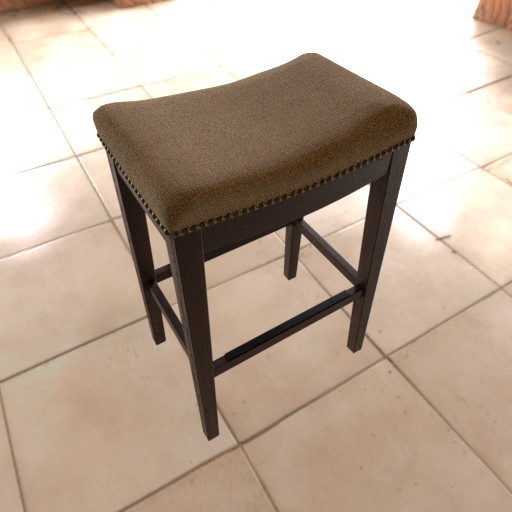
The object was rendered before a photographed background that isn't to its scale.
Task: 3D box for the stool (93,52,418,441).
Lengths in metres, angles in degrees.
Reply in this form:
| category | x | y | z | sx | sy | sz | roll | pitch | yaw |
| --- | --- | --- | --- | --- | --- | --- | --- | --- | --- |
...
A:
| category | x | y | z | sx | sy | sz | roll | pitch | yaw |
| --- | --- | --- | --- | --- | --- | --- | --- | --- | --- |
| stool | 0.000 | 0.000 | 1.045 | 0.509 | 0.768 | 0.363 | -24 | 51 | -21 |
